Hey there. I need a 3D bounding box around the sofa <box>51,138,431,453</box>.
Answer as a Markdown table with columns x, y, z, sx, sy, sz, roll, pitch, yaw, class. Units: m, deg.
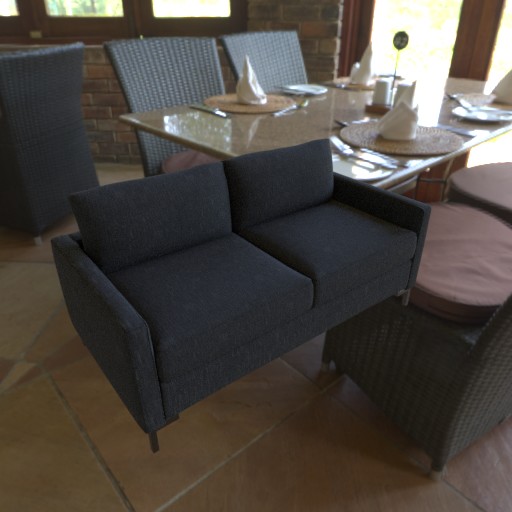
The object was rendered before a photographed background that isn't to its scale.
| x | y | z | sx | sy | sz | roll | pitch | yaw | class |
| --- | --- | --- | --- | --- | --- | --- | --- | --- | --- |
| 0.000 | 0.000 | 2.236 | 1.716 | 0.862 | 0.866 | -21 | 36 | -32 | sofa |
